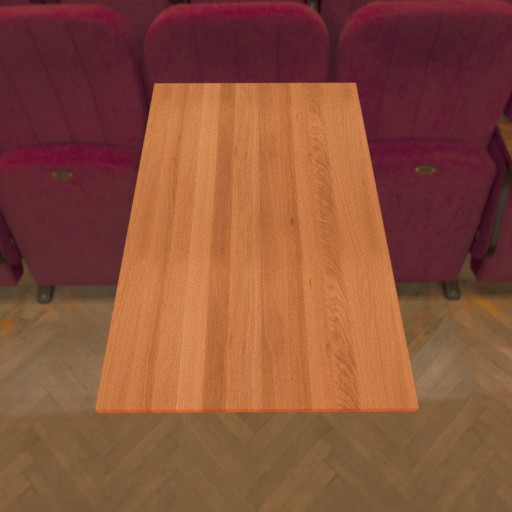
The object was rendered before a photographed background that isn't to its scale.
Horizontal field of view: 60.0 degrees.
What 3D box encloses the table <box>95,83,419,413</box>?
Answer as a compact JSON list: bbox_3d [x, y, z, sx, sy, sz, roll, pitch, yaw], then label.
[{"bbox_3d":[0.000,0.000,1.464,0.700,0.510,1.100,0,58,0],"label":"table"}]
